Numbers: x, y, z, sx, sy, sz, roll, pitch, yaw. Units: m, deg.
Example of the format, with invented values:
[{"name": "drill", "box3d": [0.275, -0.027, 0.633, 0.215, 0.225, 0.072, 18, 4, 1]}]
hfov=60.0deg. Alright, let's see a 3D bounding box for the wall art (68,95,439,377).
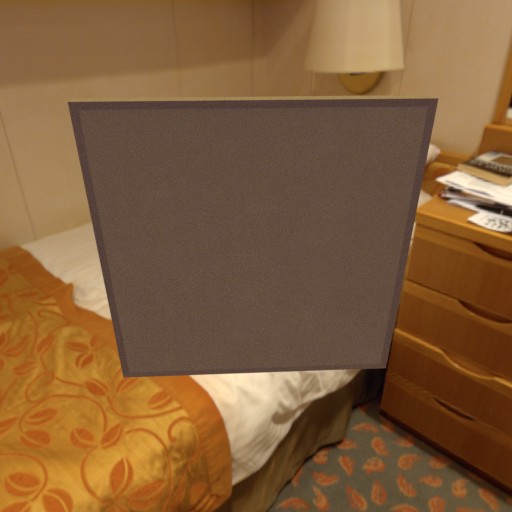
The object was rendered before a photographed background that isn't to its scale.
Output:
[{"name": "wall art", "box3d": [0.000, 0.000, 1.114, 0.761, 0.758, 0.038, -1, 30, -2]}]
